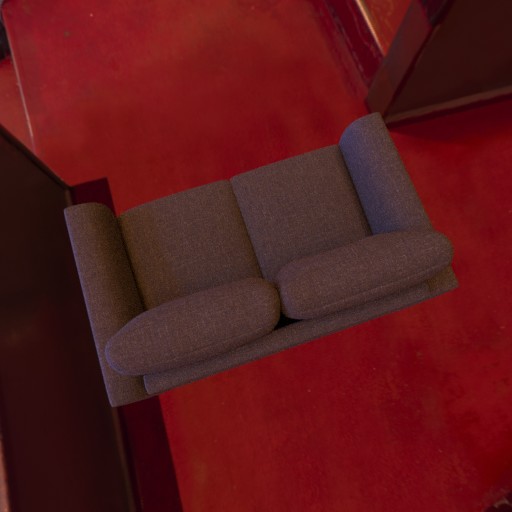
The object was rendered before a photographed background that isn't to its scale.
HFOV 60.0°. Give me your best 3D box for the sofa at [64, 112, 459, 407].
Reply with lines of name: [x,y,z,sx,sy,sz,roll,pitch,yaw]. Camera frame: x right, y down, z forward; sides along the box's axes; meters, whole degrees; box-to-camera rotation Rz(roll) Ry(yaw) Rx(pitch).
sofa: [0.000,0.000,1.969,1.423,0.885,0.851,-18,77,-4]
